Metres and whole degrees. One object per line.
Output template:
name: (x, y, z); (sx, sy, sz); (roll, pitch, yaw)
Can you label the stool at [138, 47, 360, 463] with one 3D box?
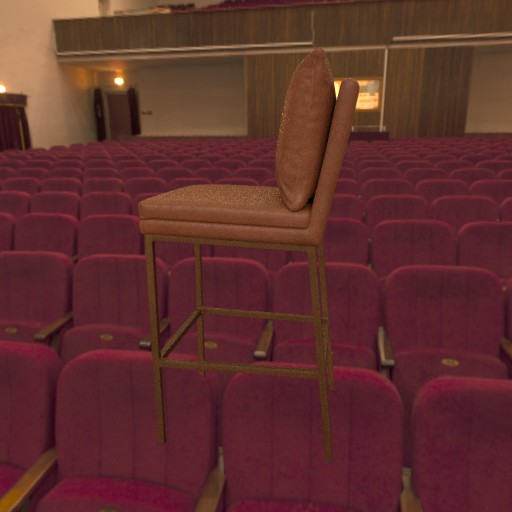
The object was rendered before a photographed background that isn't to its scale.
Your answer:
stool: (0.000, 0.000, 1.404); (0.571, 1.124, 0.463); (3, 15, 10)
